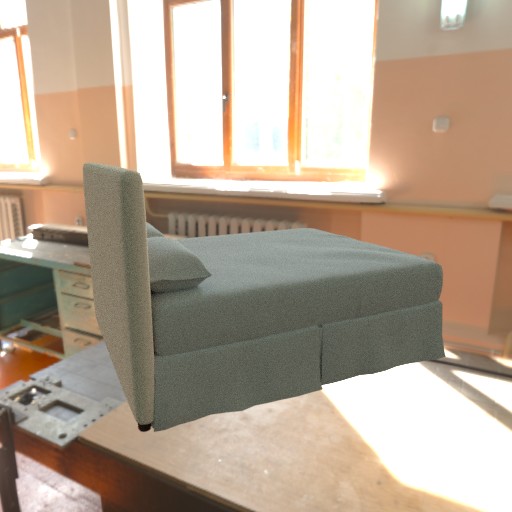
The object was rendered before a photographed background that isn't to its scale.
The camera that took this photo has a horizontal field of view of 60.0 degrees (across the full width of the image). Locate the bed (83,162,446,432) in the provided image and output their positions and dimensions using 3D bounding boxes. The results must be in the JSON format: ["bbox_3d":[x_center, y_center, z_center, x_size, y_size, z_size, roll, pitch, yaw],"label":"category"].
[{"bbox_3d":[0.000,0.000,3.226,2.142,1.330,1.748,-6,15,-25],"label":"bed"}]
